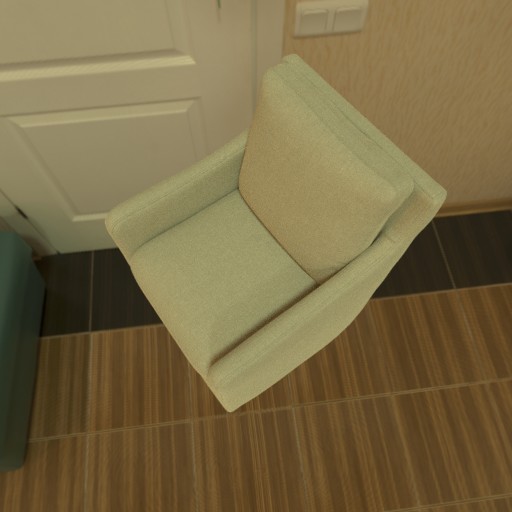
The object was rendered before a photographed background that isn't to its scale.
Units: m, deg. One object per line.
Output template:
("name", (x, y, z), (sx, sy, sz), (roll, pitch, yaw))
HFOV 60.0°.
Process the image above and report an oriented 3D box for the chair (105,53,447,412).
("chair", (0.000, 0.000, 1.393), (0.694, 0.914, 0.626), (-33, 69, -15))
